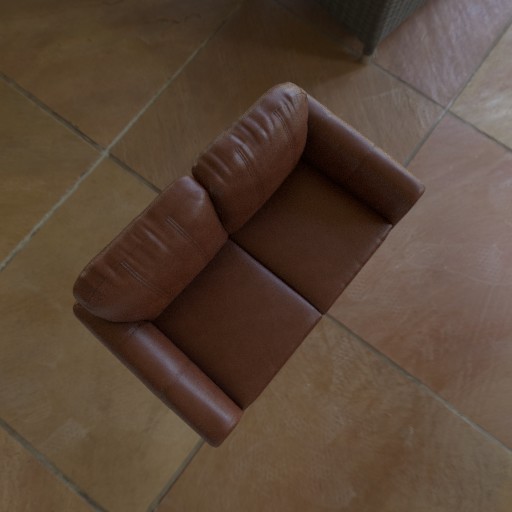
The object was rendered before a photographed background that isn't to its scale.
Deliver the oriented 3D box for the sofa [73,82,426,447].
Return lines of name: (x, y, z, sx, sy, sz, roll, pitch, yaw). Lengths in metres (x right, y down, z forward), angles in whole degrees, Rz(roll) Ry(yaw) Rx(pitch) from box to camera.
sofa: (0.000, 0.000, 1.979, 0.805, 0.906, 1.406, 39, 80, 8)
